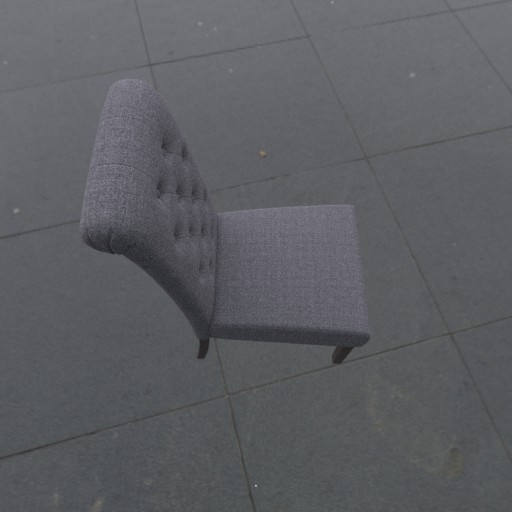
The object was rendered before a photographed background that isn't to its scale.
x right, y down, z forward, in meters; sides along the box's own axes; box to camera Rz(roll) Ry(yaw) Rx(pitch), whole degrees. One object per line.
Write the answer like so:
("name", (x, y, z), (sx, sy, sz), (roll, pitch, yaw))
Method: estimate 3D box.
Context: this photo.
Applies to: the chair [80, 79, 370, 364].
("chair", (0.000, 0.000, 1.324), (0.671, 1.006, 0.456), (0, 63, 0))
